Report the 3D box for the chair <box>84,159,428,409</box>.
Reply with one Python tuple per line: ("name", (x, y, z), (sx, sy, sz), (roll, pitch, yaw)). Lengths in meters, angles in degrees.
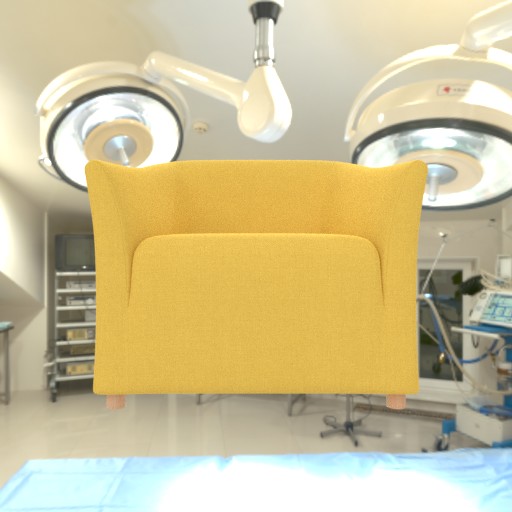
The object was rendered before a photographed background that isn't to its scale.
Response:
("chair", (0.000, 0.000, 1.348), (0.790, 0.720, 0.700), (0, 0, 0))
